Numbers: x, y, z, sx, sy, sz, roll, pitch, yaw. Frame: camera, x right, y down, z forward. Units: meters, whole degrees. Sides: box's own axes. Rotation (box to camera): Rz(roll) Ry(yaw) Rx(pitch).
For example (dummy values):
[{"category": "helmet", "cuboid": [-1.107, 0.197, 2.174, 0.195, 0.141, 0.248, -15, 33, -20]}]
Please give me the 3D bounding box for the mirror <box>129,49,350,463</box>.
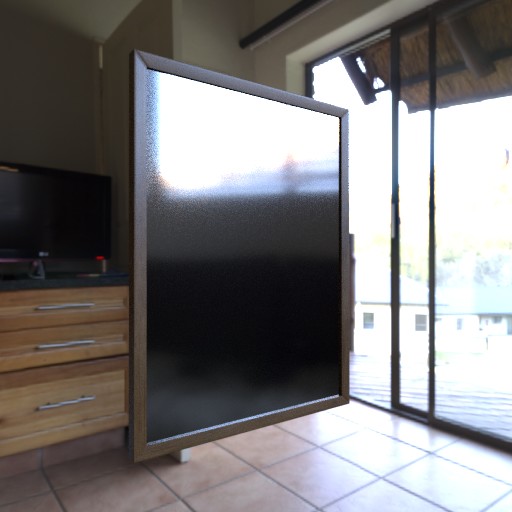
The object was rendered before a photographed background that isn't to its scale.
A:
[{"category": "mirror", "cuboid": [0.000, 0.000, 1.322, 0.762, 1.016, 0.040, 0, 0, -35]}]
